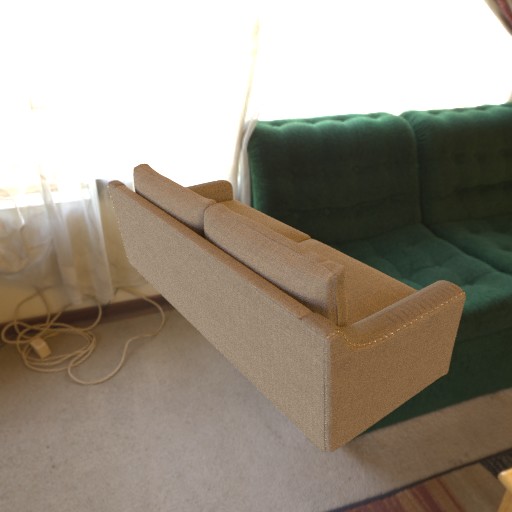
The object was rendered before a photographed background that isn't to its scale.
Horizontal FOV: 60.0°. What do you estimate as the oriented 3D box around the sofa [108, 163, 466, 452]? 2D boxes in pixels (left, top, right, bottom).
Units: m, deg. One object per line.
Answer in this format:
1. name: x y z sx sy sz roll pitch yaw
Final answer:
1. sofa: 0.000 0.000 2.731 1.000 0.857 2.208 -19 33 -32
